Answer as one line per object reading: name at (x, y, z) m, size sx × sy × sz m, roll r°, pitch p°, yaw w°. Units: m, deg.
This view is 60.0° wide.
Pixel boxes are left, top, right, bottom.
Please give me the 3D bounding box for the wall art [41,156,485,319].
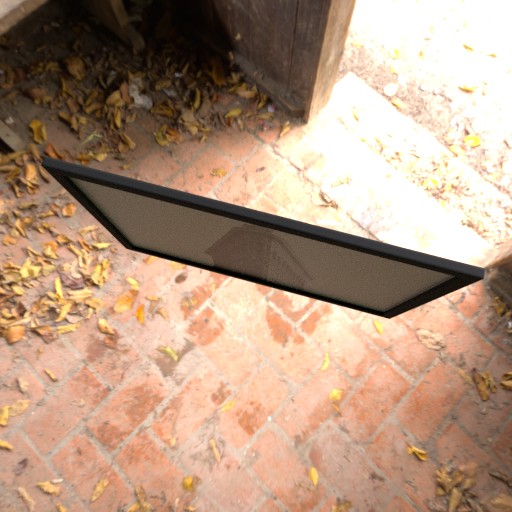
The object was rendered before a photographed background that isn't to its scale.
wall art at (0.000, 0.000, 1.246) m, size 0.958 × 0.656 × 0.026 m, roll 15°, pitch 75°, yaw 4°
